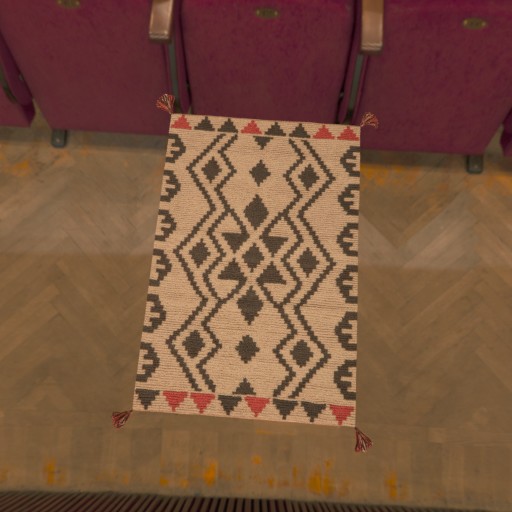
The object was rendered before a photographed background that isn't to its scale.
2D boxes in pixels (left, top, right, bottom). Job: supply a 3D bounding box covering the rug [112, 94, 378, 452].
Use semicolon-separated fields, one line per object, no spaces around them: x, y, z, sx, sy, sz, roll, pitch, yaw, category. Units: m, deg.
0.000;0.000;2.619;1.444;0.067;2.069;4;76;1;rug
